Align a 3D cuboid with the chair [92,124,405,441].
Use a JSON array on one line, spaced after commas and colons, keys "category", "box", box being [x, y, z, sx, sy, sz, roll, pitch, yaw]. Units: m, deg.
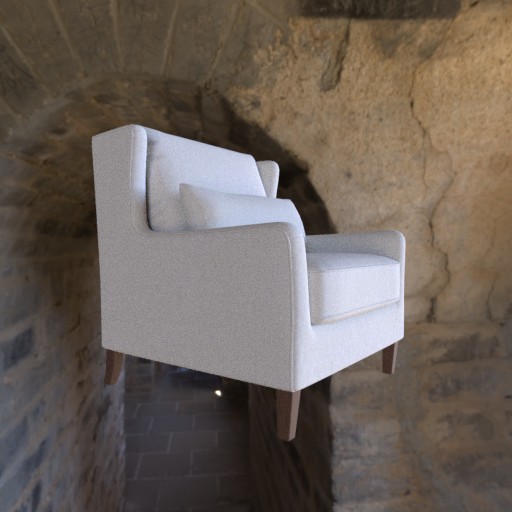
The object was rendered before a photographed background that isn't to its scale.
[{"category": "chair", "box": [0.000, 0.000, 1.901, 1.040, 1.056, 0.982, 1, 2, 37]}]
